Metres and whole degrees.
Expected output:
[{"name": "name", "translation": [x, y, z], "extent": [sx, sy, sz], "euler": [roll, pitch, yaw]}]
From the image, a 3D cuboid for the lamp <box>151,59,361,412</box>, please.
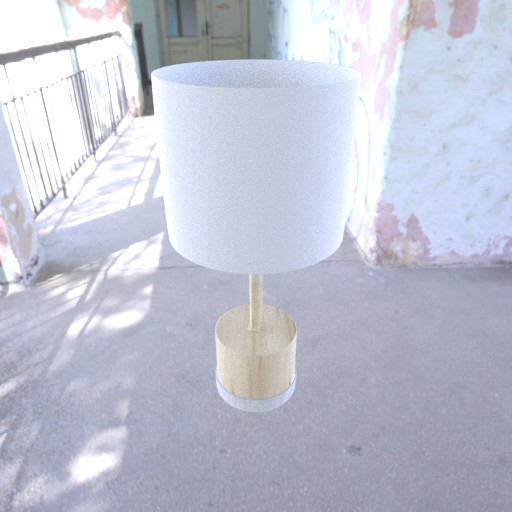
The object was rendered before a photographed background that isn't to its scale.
[{"name": "lamp", "translation": [0.000, 0.000, 0.605], "extent": [0.229, 0.470, 0.229], "euler": [-1, 30, -2]}]
